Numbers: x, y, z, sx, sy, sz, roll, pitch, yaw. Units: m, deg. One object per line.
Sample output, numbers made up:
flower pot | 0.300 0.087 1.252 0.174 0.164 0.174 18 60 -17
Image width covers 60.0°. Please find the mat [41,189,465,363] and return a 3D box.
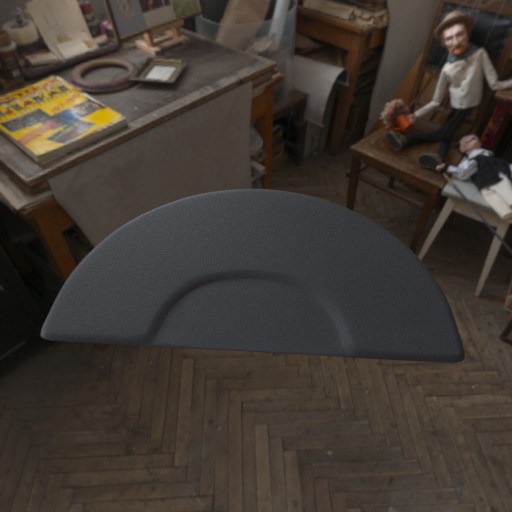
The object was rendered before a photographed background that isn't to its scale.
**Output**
mat | 0.000 0.000 1.869 1.525 0.022 0.917 3 47 2
